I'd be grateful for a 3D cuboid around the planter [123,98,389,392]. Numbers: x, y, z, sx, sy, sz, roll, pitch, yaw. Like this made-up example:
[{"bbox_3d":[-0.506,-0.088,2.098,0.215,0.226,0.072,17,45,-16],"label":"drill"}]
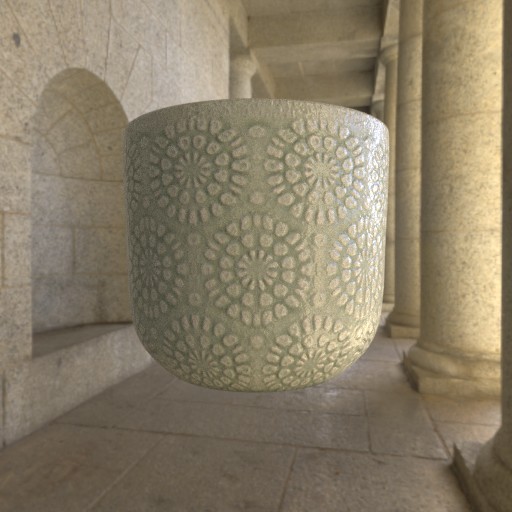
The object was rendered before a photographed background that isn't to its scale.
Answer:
[{"bbox_3d":[0.000,0.000,0.295,0.169,0.153,0.169,0,1,0],"label":"planter"}]
